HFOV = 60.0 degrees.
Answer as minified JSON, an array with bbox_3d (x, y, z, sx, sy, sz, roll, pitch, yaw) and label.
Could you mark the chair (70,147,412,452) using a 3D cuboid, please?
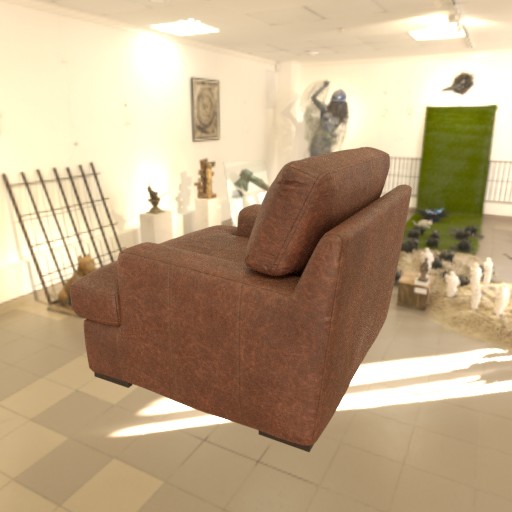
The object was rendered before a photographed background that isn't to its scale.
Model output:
[{"bbox_3d":[0.000,0.000,1.996,1.143,0.939,1.168,9,19,26],"label":"chair"}]
